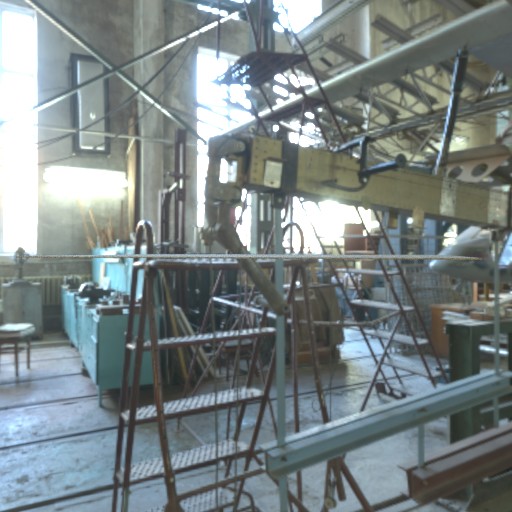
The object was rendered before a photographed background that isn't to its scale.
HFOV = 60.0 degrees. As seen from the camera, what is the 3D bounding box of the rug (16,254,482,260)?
[{"bbox_3d":[0.000,0.000,2.935,2.441,0.008,1.526,0,1,17],"label":"rug"}]
